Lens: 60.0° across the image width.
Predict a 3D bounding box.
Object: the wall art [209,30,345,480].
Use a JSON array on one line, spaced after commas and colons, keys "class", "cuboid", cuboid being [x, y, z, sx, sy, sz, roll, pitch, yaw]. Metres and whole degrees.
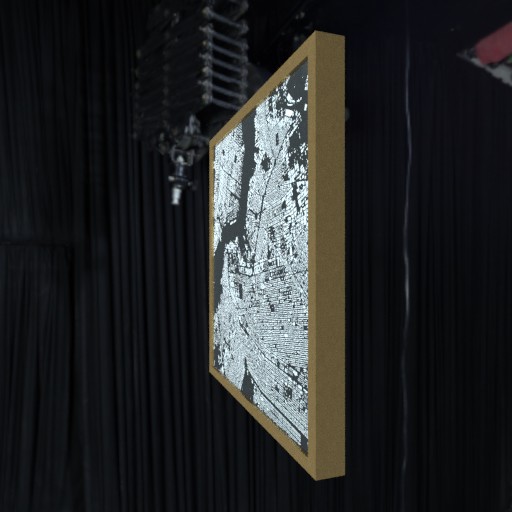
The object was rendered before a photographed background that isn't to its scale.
[{"class": "wall art", "cuboid": [0.000, 0.000, 1.886, 0.095, 1.284, 1.284, 0, 0, -20]}]
